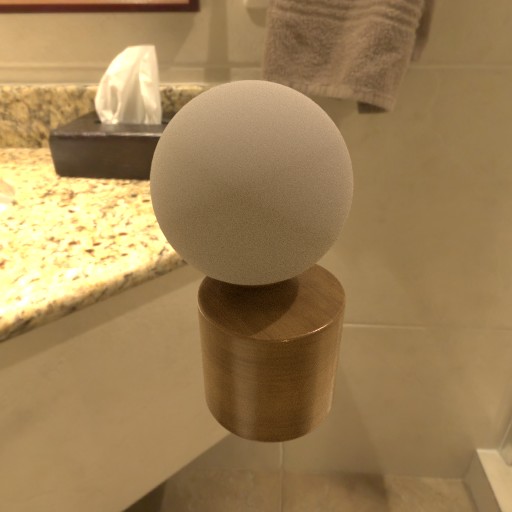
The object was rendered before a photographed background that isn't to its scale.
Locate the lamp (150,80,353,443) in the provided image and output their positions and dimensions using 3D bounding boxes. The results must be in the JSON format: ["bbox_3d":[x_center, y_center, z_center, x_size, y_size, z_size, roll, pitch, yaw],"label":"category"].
[{"bbox_3d":[0.000,0.000,0.339,0.141,0.250,0.152,-19,35,-29],"label":"lamp"}]
